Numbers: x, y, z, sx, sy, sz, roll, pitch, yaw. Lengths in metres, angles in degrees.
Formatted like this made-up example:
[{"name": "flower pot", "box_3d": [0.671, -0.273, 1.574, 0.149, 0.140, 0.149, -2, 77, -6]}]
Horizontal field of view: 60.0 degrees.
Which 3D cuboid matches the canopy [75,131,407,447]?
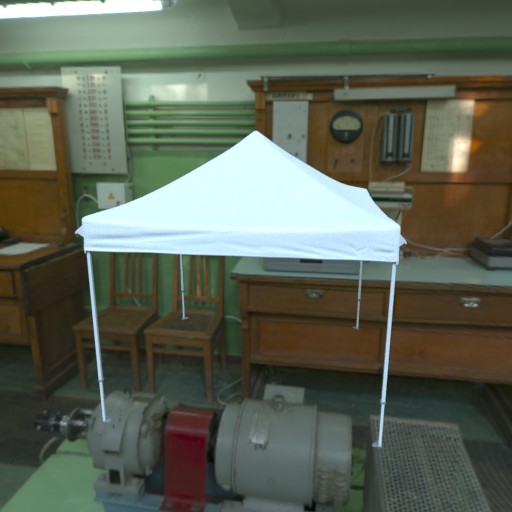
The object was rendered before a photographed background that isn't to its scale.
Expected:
[{"name": "canopy", "box_3d": [0.000, 0.000, 5.514, 2.994, 2.998, 2.996, 2, 15, 8]}]
